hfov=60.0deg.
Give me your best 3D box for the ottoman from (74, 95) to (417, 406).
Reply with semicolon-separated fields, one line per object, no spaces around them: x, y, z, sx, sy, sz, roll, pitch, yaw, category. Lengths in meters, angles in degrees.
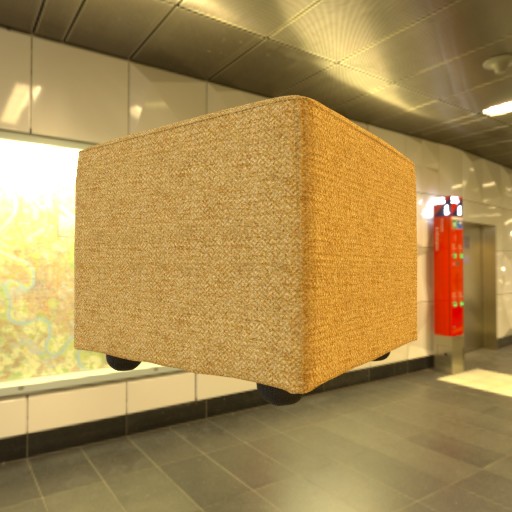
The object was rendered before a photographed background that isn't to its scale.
0.000;0.000;0.893;0.512;0.441;0.505;-1;-2;36;ottoman
